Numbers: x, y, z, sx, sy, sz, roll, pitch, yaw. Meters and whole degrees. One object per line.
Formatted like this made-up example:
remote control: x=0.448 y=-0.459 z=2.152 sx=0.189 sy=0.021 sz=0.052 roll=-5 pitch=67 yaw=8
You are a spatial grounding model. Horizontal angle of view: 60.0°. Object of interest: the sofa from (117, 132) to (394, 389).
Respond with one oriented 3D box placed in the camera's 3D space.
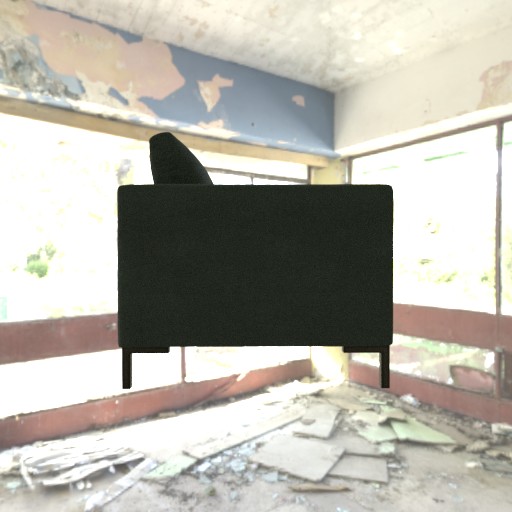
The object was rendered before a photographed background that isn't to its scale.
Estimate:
sofa: x=0.000 y=0.000 z=2.164 sx=0.875 sy=0.817 sz=1.676 roll=0 pitch=0 yaw=-1
